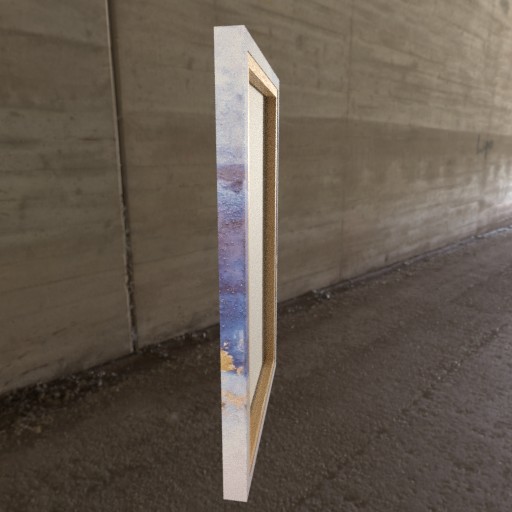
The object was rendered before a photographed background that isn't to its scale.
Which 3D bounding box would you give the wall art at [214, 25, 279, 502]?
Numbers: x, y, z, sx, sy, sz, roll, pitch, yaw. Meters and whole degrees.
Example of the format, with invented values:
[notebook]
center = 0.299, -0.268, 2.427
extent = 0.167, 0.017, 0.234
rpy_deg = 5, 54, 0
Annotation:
[wall art]
center = 0.000, 0.000, 1.070
extent = 0.048, 0.874, 0.583
rpy_deg = 2, 14, 8
